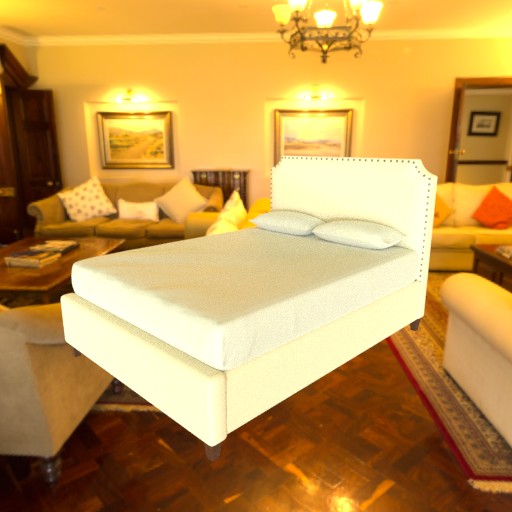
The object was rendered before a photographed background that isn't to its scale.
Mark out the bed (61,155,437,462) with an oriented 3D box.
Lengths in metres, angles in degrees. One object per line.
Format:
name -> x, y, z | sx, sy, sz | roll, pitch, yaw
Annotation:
bed -> 0.000, 0.000, 3.366 | 1.703, 1.415, 2.329 | 14, 20, 43
